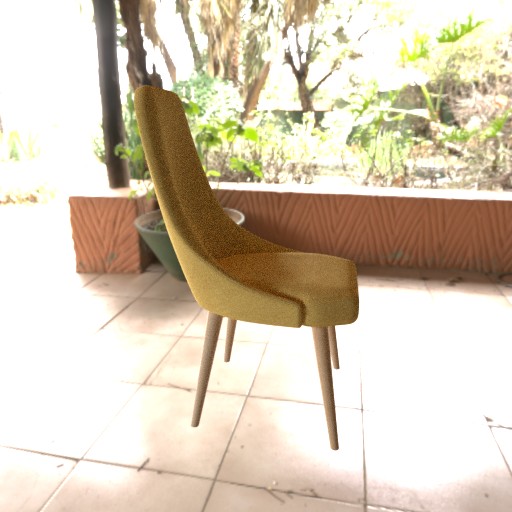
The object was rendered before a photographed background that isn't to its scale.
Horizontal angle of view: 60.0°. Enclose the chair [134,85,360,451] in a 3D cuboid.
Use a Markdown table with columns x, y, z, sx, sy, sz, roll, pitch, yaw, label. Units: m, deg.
| x | y | z | sx | sy | sz | roll | pitch | yaw | label |
| --- | --- | --- | --- | --- | --- | --- | --- | --- | --- |
| 0.000 | 0.000 | 1.448 | 0.660 | 1.040 | 0.510 | 3 | 16 | 10 | chair |
